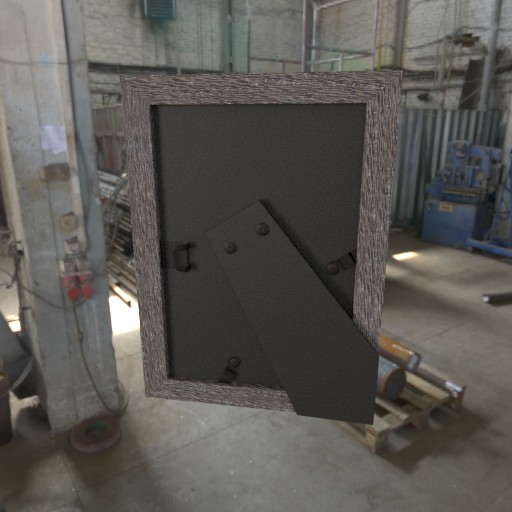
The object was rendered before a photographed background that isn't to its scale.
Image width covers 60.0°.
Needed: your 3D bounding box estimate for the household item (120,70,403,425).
[{"bbox_3d":[0.000,0.000,0.236,0.133,0.180,0.020,3,17,9],"label":"household item"}]
